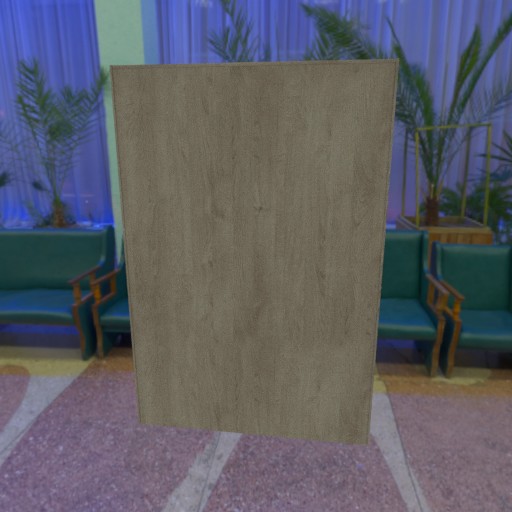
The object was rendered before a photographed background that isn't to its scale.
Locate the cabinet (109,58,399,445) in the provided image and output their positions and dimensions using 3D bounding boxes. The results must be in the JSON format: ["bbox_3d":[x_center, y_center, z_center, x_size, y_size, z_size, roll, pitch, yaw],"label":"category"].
[{"bbox_3d":[0.000,0.000,2.447,1.290,1.910,0.510,2,16,8],"label":"cabinet"}]
